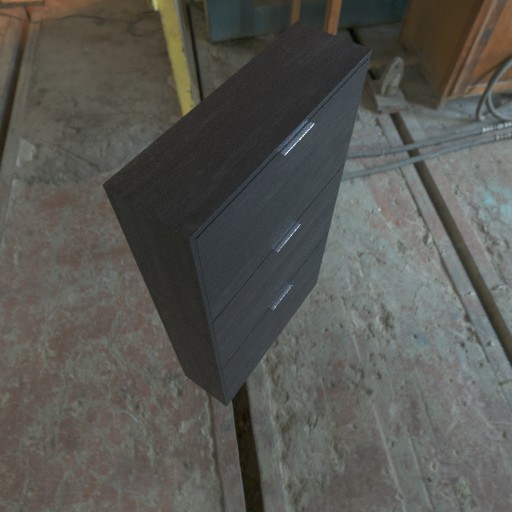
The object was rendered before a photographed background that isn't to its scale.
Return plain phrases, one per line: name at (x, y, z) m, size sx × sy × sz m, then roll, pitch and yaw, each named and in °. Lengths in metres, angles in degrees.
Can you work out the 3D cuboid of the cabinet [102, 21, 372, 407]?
cabinet at (0.000, 0.000, 1.585) m, size 0.250 × 1.280 × 0.750 m, roll 31°, pitch 63°, yaw 18°
